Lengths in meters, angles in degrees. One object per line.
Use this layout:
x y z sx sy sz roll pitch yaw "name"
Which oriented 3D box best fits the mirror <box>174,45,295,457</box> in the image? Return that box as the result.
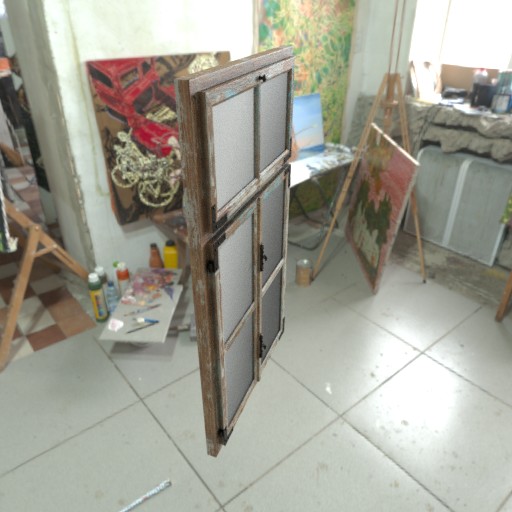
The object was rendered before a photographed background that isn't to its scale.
0.000 0.000 1.483 0.083 1.213 0.707 11 33 18 "mirror"
